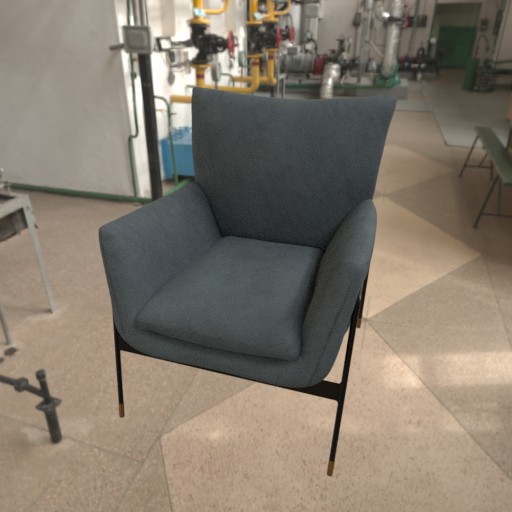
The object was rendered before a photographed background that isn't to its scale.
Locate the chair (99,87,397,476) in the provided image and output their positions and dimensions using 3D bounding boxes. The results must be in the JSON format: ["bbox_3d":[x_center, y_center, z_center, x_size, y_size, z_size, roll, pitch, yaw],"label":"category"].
[{"bbox_3d":[0.000,0.000,1.337,0.678,0.858,0.709,9,29,16],"label":"chair"}]
